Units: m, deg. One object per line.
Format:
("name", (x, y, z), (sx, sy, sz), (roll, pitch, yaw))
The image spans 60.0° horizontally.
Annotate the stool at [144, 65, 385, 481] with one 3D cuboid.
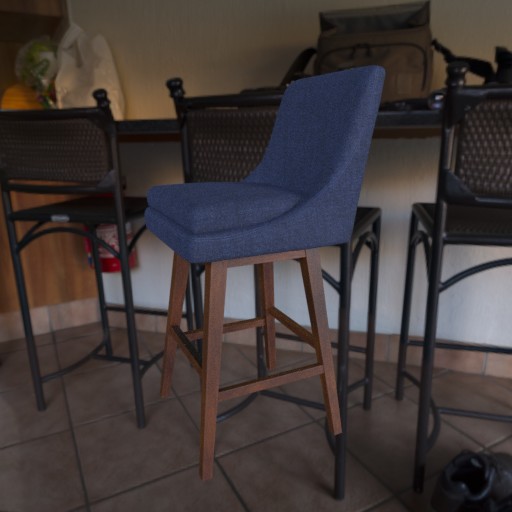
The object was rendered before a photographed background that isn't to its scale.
("stool", (0.000, 0.000, 1.355), (0.572, 1.068, 0.489), (-8, 17, -25))
